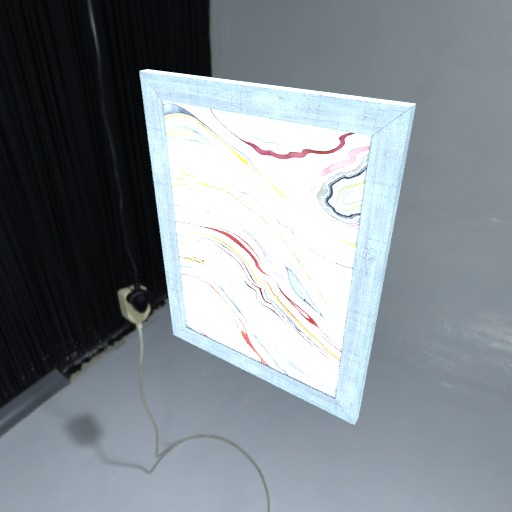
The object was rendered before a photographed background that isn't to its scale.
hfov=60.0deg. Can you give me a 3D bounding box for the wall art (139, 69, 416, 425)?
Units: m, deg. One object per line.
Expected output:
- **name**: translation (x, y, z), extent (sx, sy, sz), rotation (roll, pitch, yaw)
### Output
- **wall art**: translation (0.000, 0.000, 0.837), extent (0.481, 0.613, 0.020), rotation (19, 36, 28)
